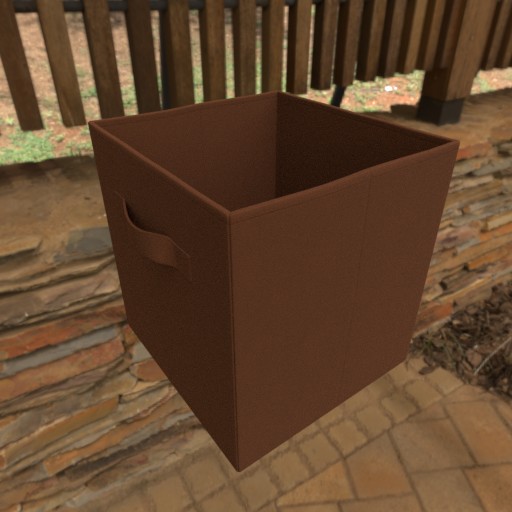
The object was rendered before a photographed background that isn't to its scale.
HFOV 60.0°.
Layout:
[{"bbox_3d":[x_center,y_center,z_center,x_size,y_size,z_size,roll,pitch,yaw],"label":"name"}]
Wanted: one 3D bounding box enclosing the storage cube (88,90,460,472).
[{"bbox_3d":[0.000,0.000,0.498,0.270,0.280,0.270,-21,38,-30],"label":"storage cube"}]
